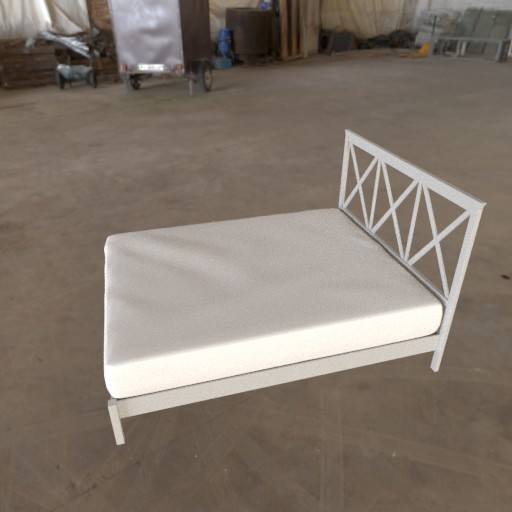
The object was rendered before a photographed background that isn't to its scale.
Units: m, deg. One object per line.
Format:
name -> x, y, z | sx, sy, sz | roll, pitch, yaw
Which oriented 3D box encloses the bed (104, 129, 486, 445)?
bed -> 0.000, 0.000, 3.167 | 2.135, 1.253, 1.673 | -8, 31, -14
